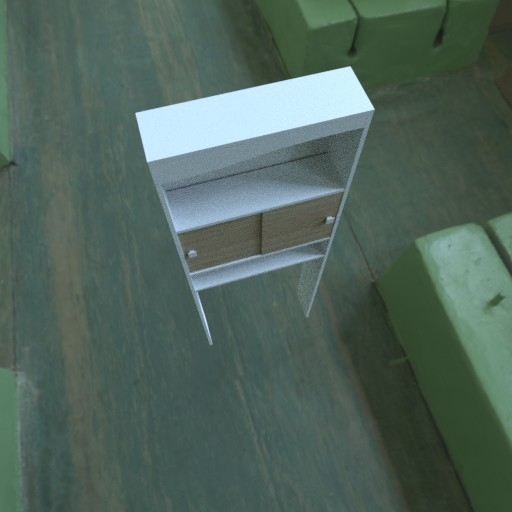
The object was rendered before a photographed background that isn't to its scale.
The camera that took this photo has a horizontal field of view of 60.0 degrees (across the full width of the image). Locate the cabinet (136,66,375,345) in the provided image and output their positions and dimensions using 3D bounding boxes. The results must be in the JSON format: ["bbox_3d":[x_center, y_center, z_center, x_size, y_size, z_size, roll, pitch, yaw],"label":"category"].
[{"bbox_3d":[0.000,0.000,2.021,0.643,1.770,0.192,-15,64,-7],"label":"cabinet"}]
